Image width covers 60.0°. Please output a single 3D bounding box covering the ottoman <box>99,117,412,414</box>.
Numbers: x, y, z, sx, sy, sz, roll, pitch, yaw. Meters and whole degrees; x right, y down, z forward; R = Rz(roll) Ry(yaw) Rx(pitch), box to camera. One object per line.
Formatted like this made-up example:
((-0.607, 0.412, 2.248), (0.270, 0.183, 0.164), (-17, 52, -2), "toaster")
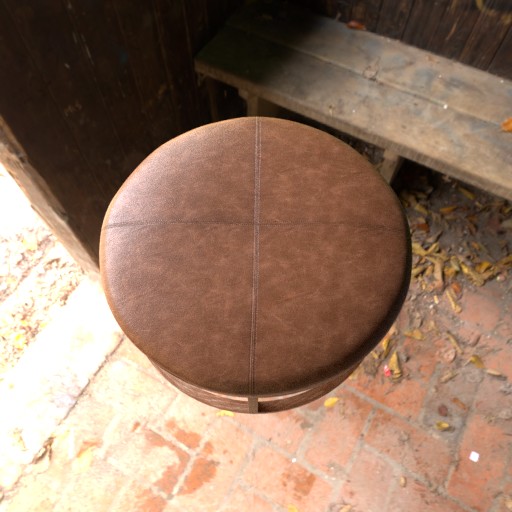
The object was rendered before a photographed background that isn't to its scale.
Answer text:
((0.000, 0.000, 1.559), (1.006, 0.445, 1.006), (0, 62, 0), "ottoman")
